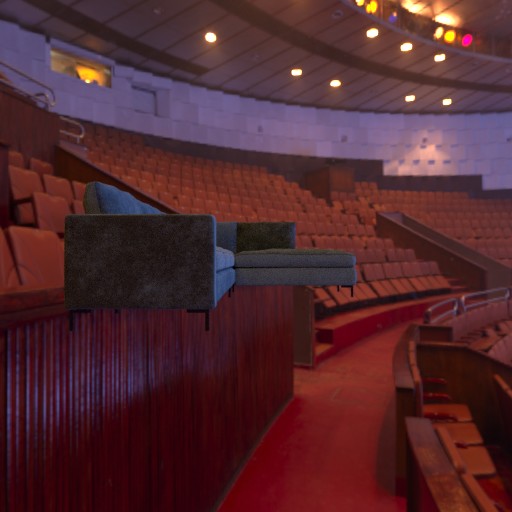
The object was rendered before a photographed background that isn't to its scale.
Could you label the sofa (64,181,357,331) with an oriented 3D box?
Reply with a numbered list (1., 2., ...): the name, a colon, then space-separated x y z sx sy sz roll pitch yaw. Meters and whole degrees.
1. sofa: 0.000 0.000 3.168 1.707 0.687 2.486 0 0 0
